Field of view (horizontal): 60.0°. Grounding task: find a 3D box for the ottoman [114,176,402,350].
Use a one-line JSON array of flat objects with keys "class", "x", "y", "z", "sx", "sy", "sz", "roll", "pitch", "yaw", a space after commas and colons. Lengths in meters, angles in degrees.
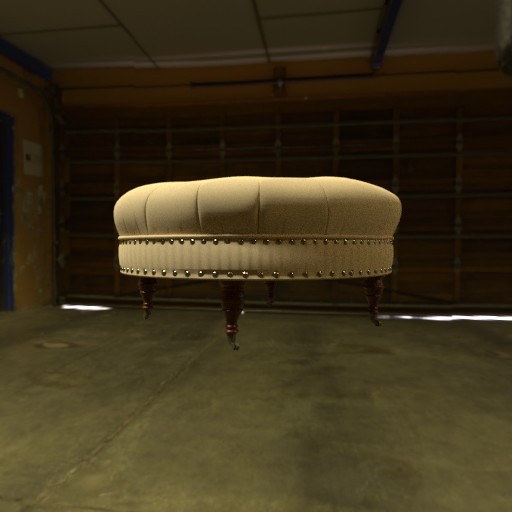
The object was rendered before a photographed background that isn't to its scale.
[{"class": "ottoman", "x": 0.000, "y": 0.000, "z": 1.441, "sx": 0.901, "sy": 0.439, "sz": 0.901, "roll": 0, "pitch": 1, "yaw": 0}]
